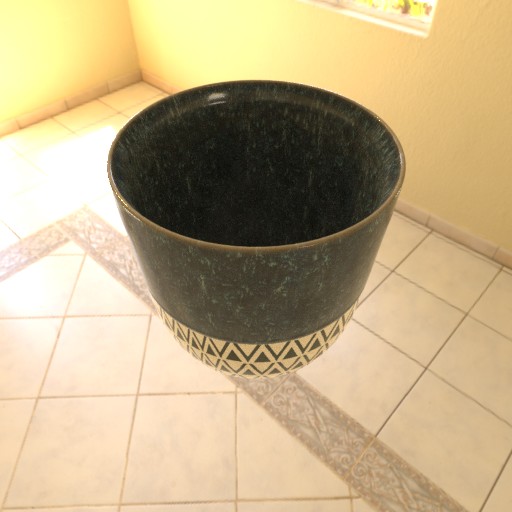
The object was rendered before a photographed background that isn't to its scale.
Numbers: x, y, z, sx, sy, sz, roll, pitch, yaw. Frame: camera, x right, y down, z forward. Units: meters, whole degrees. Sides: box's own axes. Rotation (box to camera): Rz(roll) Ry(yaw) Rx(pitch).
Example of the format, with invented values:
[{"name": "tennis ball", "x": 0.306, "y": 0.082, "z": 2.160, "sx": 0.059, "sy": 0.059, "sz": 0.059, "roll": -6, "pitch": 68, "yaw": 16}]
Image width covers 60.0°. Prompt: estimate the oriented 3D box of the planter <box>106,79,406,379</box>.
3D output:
[{"name": "planter", "x": 0.000, "y": 0.000, "z": 0.372, "sx": 0.195, "sy": 0.214, "sz": 0.195, "roll": 0, "pitch": 47, "yaw": 0}]
